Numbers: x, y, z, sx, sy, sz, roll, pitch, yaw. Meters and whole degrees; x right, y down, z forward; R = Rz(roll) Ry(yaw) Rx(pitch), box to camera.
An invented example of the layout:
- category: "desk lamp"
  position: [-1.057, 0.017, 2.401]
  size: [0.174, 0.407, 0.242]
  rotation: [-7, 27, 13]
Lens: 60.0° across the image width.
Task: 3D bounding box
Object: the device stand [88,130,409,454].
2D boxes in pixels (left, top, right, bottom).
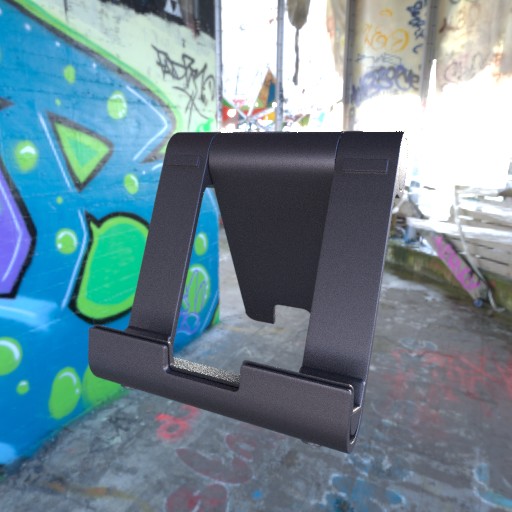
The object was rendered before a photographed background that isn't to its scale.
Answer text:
- category: "device stand"
  position: [0.000, 0.000, 0.154]
  size: [0.088, 0.084, 0.079]
  rotation: [7, 16, 25]
